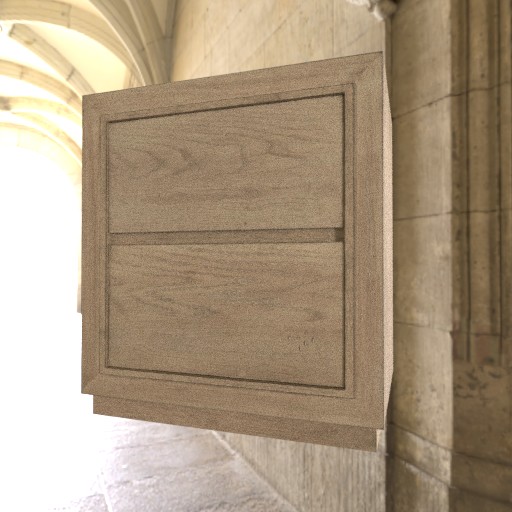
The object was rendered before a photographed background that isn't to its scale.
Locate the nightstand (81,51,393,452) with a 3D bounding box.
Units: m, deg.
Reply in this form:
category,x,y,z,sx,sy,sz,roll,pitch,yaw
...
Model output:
category,x,y,z,sx,sy,sz,roll,pitch,yaw
nightstand,0.000,0.000,1.056,0.612,0.673,0.483,0,-1,19
